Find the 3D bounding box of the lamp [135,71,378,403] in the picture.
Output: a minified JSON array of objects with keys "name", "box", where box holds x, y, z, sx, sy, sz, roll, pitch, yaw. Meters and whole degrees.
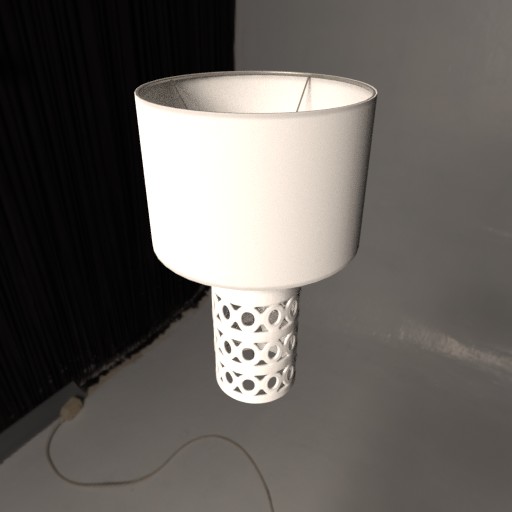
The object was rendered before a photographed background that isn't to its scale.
[{"name":"lamp","box":[0.000,0.000,0.698,0.310,0.502,0.310,0,30,0]}]
